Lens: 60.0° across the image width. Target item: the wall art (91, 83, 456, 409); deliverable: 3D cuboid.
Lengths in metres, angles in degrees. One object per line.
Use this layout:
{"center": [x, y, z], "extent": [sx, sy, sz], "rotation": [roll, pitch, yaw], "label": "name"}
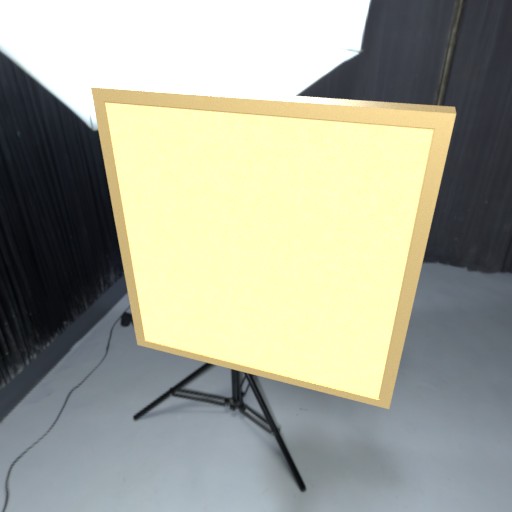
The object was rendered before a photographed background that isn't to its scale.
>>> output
{"center": [0.000, 0.000, 1.857], "extent": [1.284, 1.284, 0.095], "rotation": [10, 32, 16], "label": "wall art"}
